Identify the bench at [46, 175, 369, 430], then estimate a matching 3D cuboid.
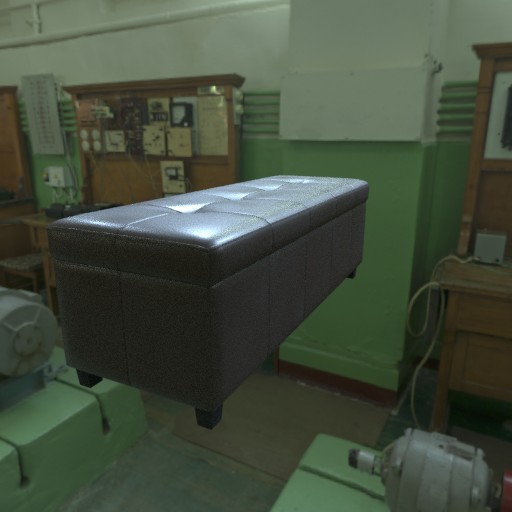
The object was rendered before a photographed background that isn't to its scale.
[{"bbox_3d":[0.000,0.000,1.435,0.450,0.417,1.219,8,17,26],"label":"bench"}]
